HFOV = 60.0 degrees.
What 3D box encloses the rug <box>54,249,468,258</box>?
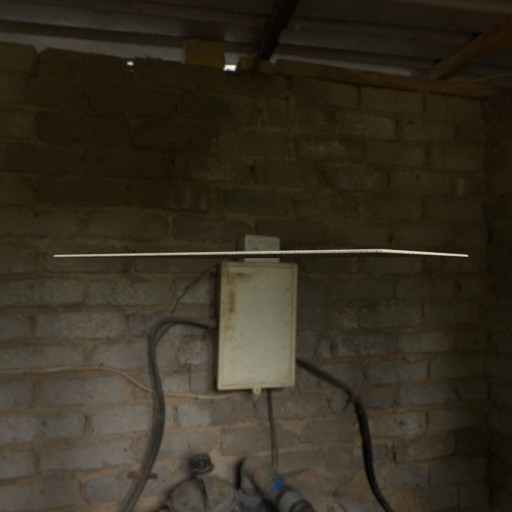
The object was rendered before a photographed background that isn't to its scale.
[{"bbox_3d":[0.000,0.000,2.342,1.829,0.010,1.219,-1,-1,36],"label":"rug"}]
